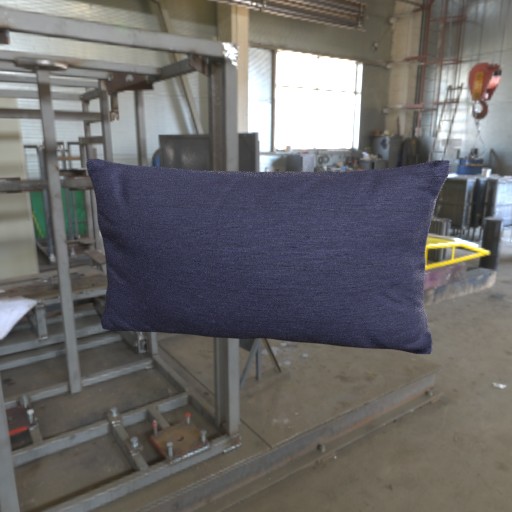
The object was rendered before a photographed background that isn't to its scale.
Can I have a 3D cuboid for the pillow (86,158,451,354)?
[{"bbox_3d":[0.000,0.000,0.792,0.633,0.338,0.210,2,14,10],"label":"pillow"}]
